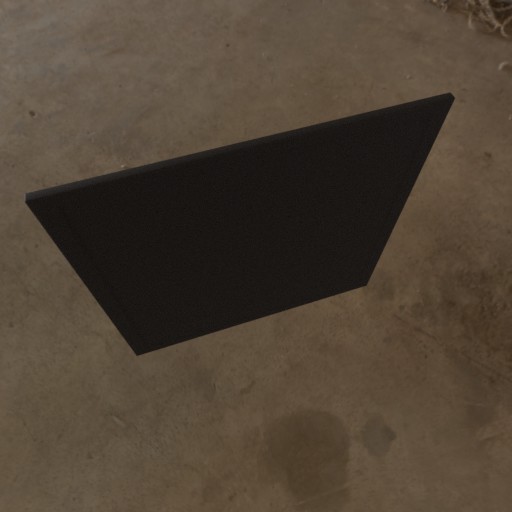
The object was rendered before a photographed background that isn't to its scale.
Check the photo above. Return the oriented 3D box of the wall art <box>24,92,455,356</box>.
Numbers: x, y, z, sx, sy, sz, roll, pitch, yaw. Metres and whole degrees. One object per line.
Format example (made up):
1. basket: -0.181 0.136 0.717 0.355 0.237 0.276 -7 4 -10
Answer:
1. wall art: 0.000 0.000 0.794 0.562 0.558 0.012 -16 61 -9
